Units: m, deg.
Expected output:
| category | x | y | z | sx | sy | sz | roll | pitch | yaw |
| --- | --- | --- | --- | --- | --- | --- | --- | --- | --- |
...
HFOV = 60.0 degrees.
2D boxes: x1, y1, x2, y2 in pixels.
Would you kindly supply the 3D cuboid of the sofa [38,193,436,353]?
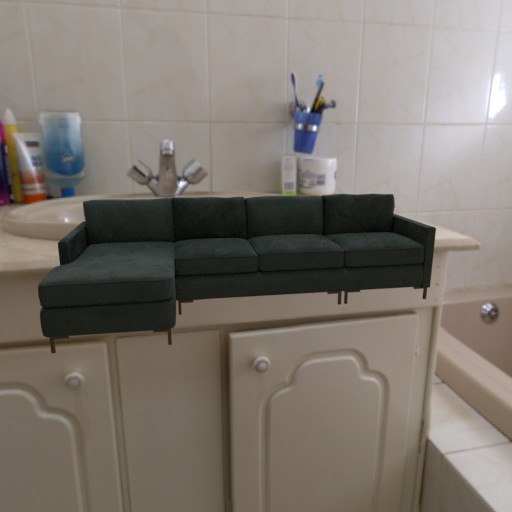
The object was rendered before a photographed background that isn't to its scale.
| category | x | y | z | sx | sy | sz | roll | pitch | yaw |
| --- | --- | --- | --- | --- | --- | --- | --- | --- | --- |
| sofa | 0.000 | 0.000 | 4.088 | 3.400 | 0.967 | 1.500 | -2 | 15 | -9 |
